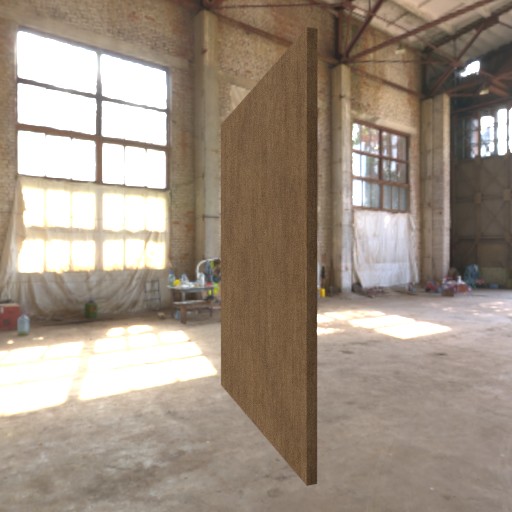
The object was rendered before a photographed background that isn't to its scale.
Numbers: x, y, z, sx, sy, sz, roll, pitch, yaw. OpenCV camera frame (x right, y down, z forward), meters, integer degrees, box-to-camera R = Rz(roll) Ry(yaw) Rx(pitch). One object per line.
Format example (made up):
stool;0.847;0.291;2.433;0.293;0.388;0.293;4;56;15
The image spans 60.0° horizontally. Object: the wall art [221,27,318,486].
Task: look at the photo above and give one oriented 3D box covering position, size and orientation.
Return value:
wall art;0.000;0.000;0.918;0.018;0.686;0.534;0;1;-18
